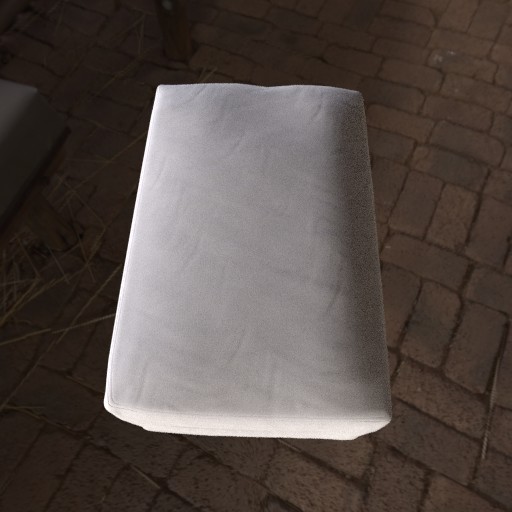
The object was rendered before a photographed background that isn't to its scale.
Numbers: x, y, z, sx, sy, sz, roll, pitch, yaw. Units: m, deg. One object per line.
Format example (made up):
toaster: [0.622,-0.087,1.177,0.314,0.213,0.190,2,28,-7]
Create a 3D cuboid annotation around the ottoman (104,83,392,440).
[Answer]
ottoman: [0.000,0.000,1.163,0.590,0.444,0.872,2,65,1]
